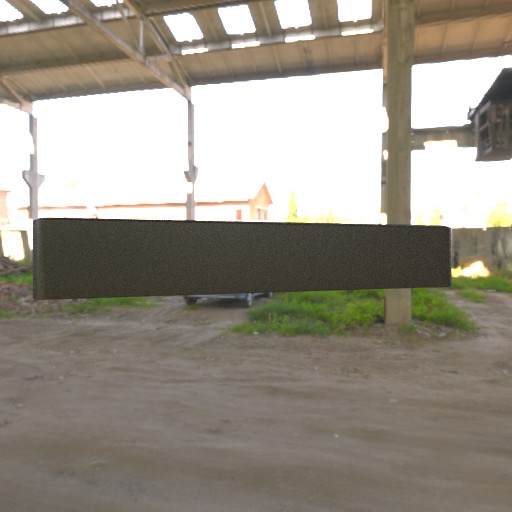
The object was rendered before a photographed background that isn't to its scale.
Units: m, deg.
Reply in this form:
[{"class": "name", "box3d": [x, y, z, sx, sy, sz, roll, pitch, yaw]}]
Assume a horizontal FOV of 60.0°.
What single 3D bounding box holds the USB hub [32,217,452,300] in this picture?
[{"class": "USB hub", "box3d": [0.000, 0.000, 0.165, 0.145, 0.023, 0.044, 0, 1, -18]}]
